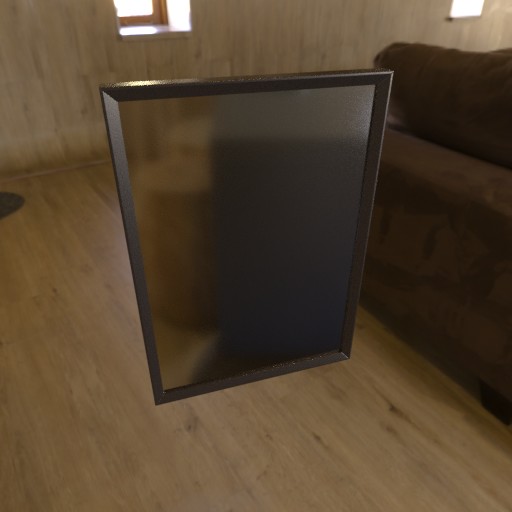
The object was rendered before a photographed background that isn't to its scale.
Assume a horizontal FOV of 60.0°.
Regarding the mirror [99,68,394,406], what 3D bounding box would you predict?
[{"bbox_3d":[0.000,0.000,0.933,0.507,0.710,0.039,-9,33,-15],"label":"mirror"}]
